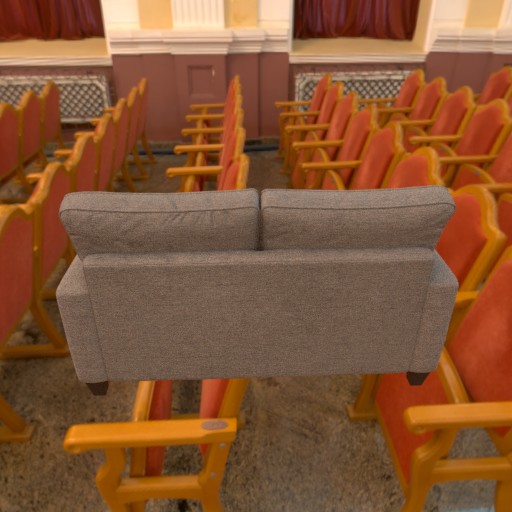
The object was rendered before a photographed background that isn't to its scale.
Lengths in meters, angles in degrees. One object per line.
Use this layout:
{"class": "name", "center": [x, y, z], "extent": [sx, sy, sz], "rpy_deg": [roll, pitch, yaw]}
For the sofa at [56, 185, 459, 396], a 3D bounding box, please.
{"class": "sofa", "center": [0.000, 0.000, 2.221], "extent": [1.651, 0.965, 0.965], "rpy_deg": [-1, 30, -2]}
